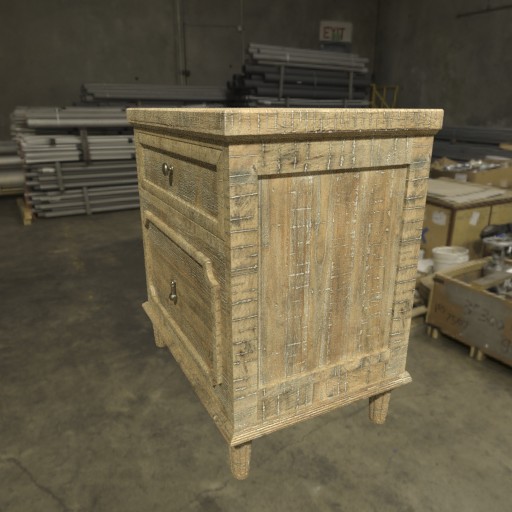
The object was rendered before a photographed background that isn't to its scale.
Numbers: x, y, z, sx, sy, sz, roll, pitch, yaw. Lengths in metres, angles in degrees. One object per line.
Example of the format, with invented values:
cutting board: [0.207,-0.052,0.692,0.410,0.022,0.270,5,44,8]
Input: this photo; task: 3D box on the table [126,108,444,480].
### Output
table: [0.000,0.000,1.128,0.457,0.711,0.686,-9,21,-26]
